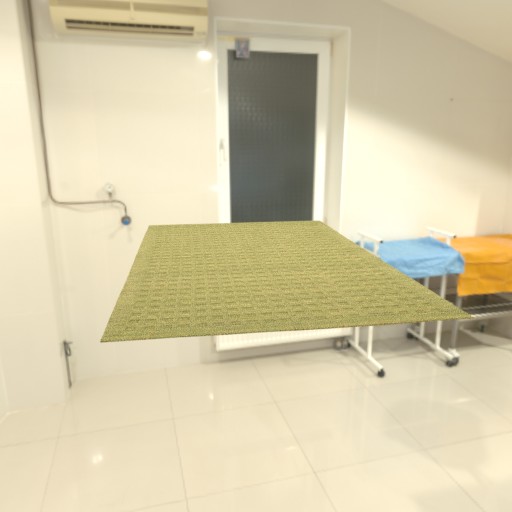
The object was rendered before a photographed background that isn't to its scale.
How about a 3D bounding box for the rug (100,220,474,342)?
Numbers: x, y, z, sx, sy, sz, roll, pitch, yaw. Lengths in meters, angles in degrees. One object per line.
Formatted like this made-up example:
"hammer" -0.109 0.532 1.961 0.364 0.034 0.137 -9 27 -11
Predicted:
"rug" 0.000 0.000 2.856 1.529 0.007 2.297 -2 15 -8
